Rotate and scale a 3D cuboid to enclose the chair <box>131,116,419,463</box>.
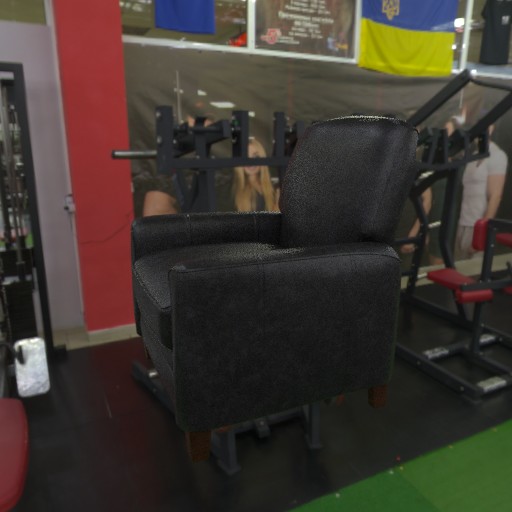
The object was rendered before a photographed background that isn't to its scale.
[{"bbox_3d":[0.000,0.000,1.658,0.864,1.014,0.848,-7,16,-23],"label":"chair"}]
